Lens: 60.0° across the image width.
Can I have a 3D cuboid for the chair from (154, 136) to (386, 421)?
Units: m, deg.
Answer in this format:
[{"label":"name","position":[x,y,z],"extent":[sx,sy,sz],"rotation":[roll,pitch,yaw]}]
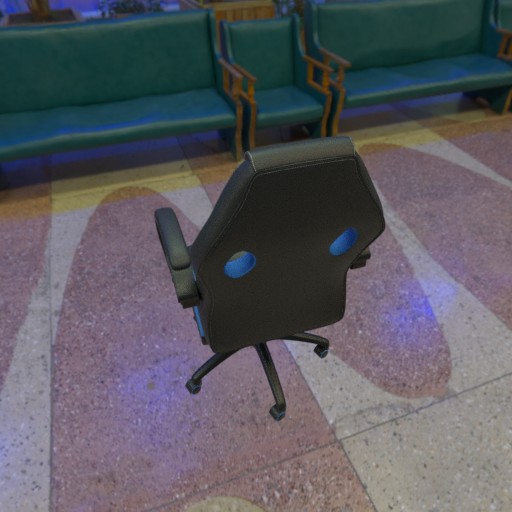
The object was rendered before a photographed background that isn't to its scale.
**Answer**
[{"label":"chair","position":[0.000,0.000,1.625],"extent":[0.673,1.187,0.724],"rotation":[-12,42,-14]}]
